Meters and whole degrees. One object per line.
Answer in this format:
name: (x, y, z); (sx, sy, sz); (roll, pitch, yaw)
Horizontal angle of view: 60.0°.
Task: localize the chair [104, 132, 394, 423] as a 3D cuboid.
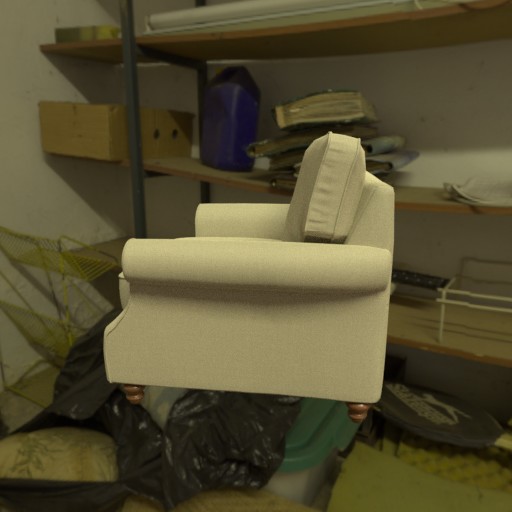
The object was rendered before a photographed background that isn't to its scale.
chair: (0.000, 0.000, 1.820); (0.966, 0.967, 1.029); (2, 14, 8)
